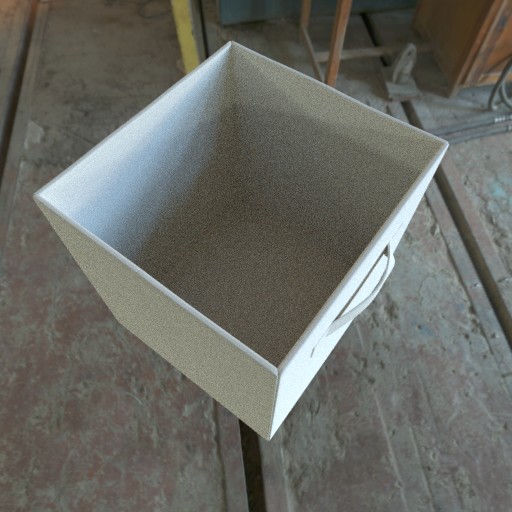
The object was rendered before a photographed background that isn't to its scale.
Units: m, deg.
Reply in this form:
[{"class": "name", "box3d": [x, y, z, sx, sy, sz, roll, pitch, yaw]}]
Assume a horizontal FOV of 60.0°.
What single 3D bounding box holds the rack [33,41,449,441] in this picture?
[{"class": "rack", "box3d": [0.000, 0.000, 0.498, 0.270, 0.280, 0.270, 33, 64, 18]}]
